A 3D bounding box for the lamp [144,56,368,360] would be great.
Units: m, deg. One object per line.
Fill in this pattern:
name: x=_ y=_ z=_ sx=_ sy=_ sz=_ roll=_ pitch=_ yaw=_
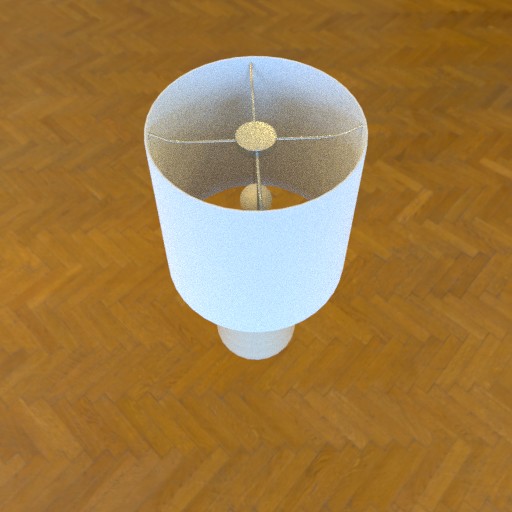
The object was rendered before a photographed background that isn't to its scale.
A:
lamp: x=0.000 y=0.000 z=0.483 sx=0.186 sy=0.369 sz=0.186 roll=0 pitch=58 yaw=0
